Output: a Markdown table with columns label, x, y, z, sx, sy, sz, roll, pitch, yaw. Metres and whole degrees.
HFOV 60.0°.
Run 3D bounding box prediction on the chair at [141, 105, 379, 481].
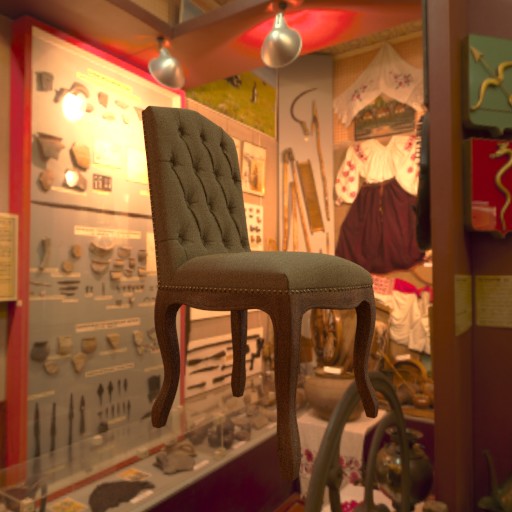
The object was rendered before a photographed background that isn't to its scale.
| label | x | y | z | sx | sy | sz | roll | pitch | yaw |
| --- | --- | --- | --- | --- | --- | --- | --- | --- | --- |
| chair | 0.000 | 0.000 | 1.606 | 0.731 | 1.191 | 0.637 | -1 | -2 | 35 |
